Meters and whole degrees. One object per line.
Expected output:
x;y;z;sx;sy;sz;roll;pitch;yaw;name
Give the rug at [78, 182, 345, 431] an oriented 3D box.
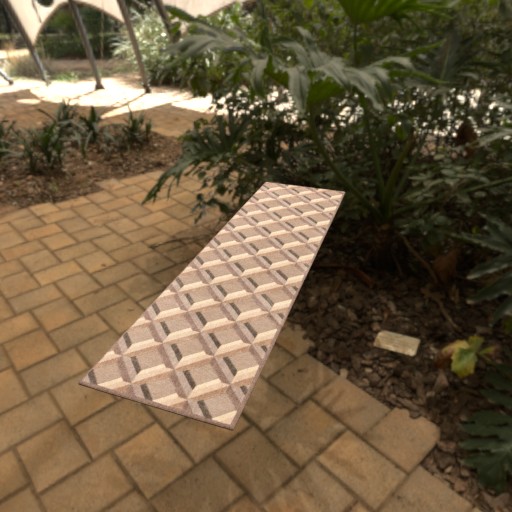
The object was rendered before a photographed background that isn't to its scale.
0.000;0.000;2.698;0.685;0.013;2.437;10;31;17;rug
